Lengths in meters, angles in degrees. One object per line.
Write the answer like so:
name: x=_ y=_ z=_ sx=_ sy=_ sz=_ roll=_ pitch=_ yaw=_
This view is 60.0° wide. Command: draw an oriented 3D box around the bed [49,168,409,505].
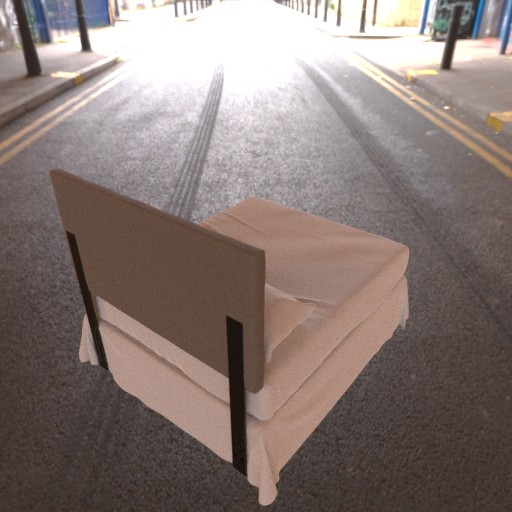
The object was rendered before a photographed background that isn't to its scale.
bed: x=0.000 y=0.000 z=3.353 sx=1.936 sy=1.577 sz=2.222 roll=22 pitch=38 yaw=32
